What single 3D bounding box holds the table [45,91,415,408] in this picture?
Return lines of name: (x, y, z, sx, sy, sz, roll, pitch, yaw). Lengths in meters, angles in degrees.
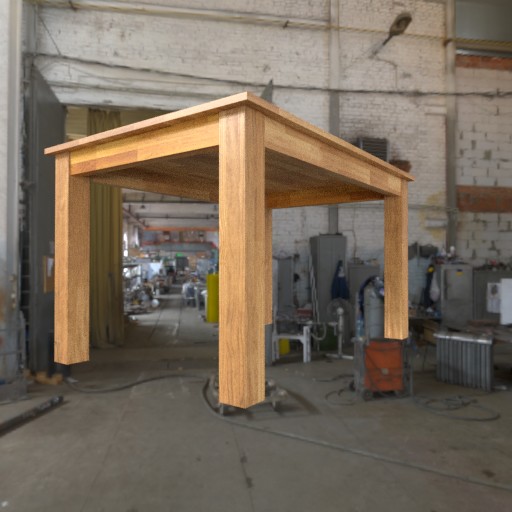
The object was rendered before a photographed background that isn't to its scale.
table: (0.000, 0.000, 1.820, 0.900, 0.750, 1.300, -1, -1, 36)
